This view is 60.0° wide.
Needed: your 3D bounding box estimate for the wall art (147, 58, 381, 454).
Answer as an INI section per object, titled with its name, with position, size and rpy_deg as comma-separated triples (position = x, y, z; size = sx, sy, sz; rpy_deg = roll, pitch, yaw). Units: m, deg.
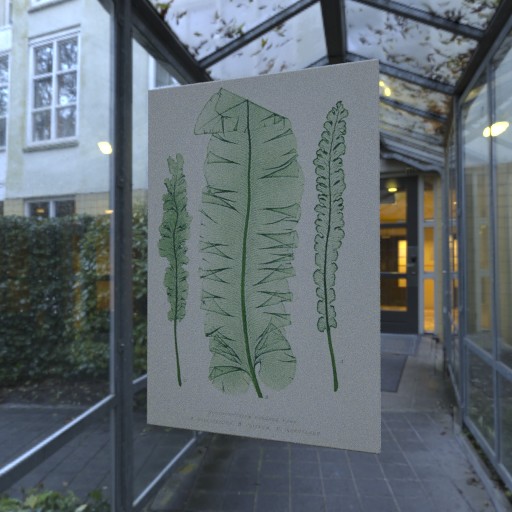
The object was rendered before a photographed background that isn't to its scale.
[wall art]
position = 0.000, 0.000, 1.136
size = 0.610, 0.914, 0.038
rpy_deg = 0, -1, 18
